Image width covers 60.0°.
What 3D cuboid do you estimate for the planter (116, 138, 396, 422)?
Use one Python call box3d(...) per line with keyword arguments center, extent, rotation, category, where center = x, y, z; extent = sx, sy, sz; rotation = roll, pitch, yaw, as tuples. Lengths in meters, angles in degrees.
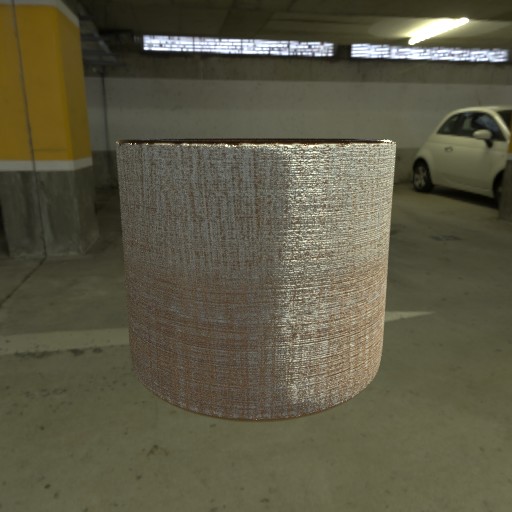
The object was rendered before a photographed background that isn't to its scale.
box3d(center=(0.000, 0.000, 0.308), extent=(0.177, 0.157, 0.177), rotation=(0, 15, 0), category="planter")
